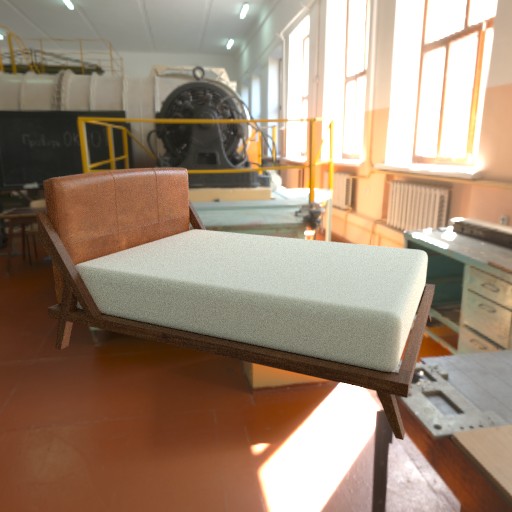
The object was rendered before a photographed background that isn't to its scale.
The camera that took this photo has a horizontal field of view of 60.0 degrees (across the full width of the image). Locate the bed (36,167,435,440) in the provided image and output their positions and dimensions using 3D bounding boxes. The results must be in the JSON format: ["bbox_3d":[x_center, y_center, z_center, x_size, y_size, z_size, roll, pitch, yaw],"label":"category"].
[{"bbox_3d":[0.000,0.000,3.145,2.311,1.168,1.651,6,15,24],"label":"bed"}]
